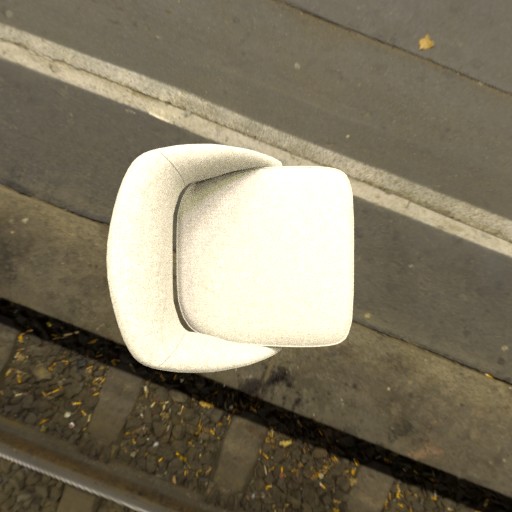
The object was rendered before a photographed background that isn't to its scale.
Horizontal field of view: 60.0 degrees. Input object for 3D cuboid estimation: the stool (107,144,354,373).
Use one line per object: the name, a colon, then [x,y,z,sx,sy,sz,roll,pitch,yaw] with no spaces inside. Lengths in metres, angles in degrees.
stool: [0.000,0.000,1.230,0.509,0.940,0.494,0,91,1]
